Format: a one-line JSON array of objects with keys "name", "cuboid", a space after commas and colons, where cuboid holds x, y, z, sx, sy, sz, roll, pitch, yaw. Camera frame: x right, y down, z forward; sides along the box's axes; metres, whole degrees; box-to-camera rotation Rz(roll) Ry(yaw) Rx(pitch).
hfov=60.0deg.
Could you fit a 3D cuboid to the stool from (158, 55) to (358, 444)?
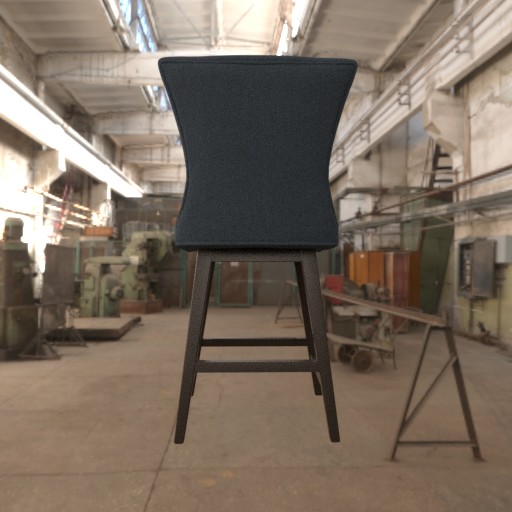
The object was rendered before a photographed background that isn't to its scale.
[{"name": "stool", "cuboid": [0.000, 0.000, 1.352, 0.514, 1.000, 0.574, 0, -1, -1]}]
